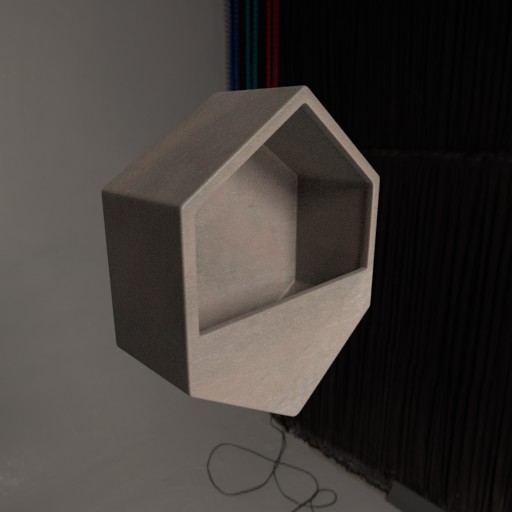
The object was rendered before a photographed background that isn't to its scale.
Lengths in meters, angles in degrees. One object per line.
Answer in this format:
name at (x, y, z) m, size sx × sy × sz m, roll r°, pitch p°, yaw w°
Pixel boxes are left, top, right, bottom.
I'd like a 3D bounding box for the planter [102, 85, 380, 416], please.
planter at (0.000, 0.000, 0.293) m, size 0.169 × 0.206 × 0.077 m, roll -16°, pitch 22°, yaw -42°
